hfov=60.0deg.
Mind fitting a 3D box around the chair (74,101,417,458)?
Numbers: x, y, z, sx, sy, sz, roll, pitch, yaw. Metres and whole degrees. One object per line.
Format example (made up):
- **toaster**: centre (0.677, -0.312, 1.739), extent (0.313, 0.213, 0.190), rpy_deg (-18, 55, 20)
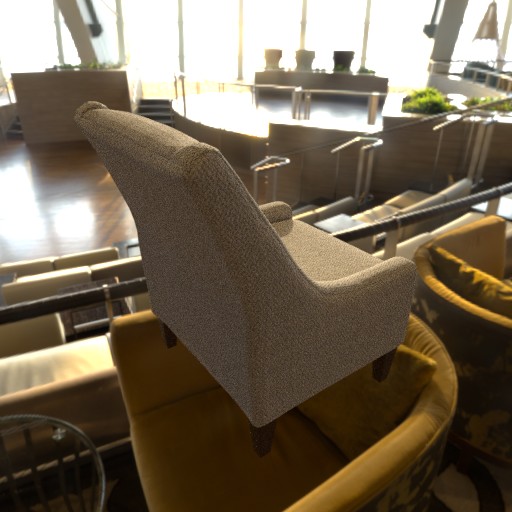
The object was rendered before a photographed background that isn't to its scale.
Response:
- **chair**: centre (0.000, 0.000, 1.550), extent (0.870, 1.014, 0.774), rpy_deg (-19, 33, -31)
